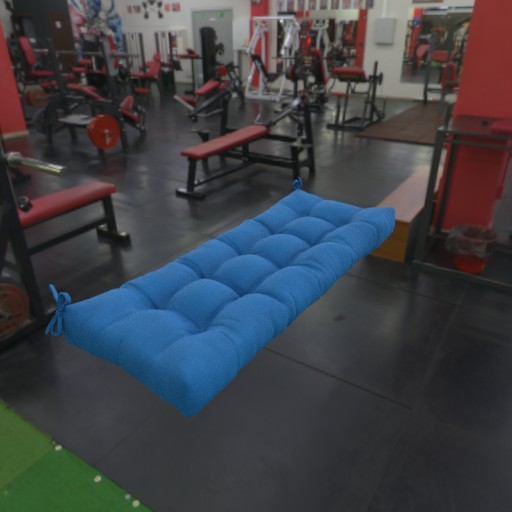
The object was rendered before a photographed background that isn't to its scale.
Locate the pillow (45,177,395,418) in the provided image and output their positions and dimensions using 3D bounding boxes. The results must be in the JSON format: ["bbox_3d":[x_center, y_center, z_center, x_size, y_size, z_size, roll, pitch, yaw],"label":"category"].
[{"bbox_3d":[0.000,0.000,1.387,0.511,0.174,1.194,18,32,31],"label":"pillow"}]
